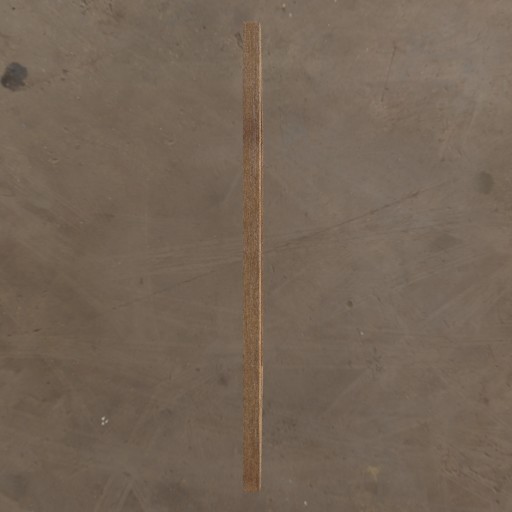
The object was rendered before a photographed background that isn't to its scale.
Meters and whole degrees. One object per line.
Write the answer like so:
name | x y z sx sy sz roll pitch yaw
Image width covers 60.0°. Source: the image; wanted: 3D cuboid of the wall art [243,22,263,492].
wall art | 0.000 0.000 0.944 0.026 0.588 0.690 0 91 1
